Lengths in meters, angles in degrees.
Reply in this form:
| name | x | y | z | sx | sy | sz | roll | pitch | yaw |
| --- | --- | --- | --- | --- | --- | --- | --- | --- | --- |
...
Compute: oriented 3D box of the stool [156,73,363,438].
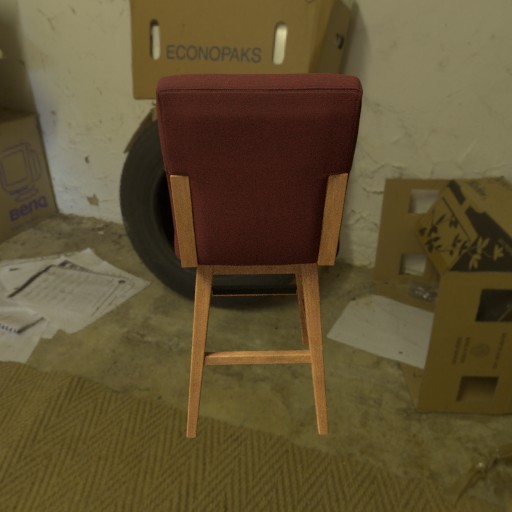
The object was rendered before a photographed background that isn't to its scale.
| name | x | y | z | sx | sy | sz | roll | pitch | yaw |
| --- | --- | --- | --- | --- | --- | --- | --- | --- | --- |
| stool | 0.000 | 0.000 | 1.345 | 0.468 | 1.093 | 0.562 | -1 | 29 | -1 |
